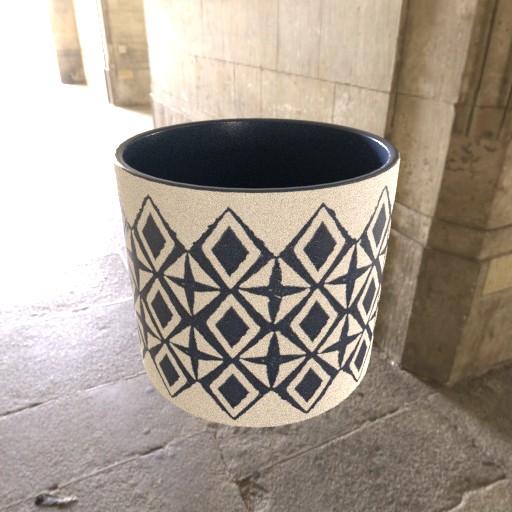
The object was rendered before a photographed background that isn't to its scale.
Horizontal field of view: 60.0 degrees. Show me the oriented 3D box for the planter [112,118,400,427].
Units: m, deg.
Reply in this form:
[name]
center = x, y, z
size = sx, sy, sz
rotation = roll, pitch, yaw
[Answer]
[planter]
center = 0.000, 0.000, 0.286
size = 0.159, 0.144, 0.159
rotation = 0, 28, 0
